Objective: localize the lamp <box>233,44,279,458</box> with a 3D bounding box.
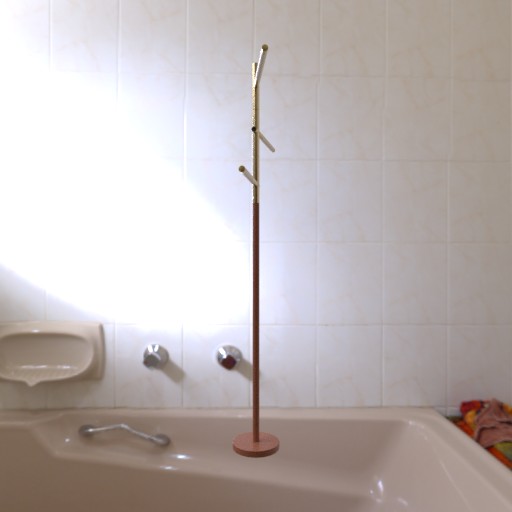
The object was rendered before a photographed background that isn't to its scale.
[{"bbox_3d":[0.000,0.000,1.967,0.209,1.704,0.737,0,0,0],"label":"lamp"}]
